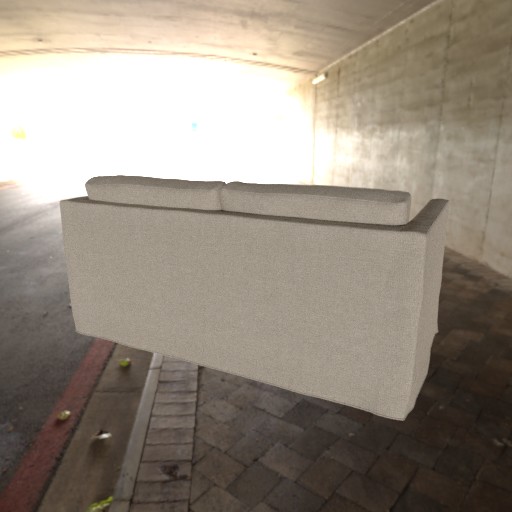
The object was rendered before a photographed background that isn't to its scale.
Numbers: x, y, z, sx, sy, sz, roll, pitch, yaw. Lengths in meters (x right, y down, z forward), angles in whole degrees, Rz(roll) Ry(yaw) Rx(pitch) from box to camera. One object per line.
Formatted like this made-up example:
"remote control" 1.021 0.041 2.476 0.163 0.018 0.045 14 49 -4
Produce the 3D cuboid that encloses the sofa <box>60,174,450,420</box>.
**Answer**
"sofa" 0.000 0.000 2.291 1.766 0.828 0.956 8 17 26
